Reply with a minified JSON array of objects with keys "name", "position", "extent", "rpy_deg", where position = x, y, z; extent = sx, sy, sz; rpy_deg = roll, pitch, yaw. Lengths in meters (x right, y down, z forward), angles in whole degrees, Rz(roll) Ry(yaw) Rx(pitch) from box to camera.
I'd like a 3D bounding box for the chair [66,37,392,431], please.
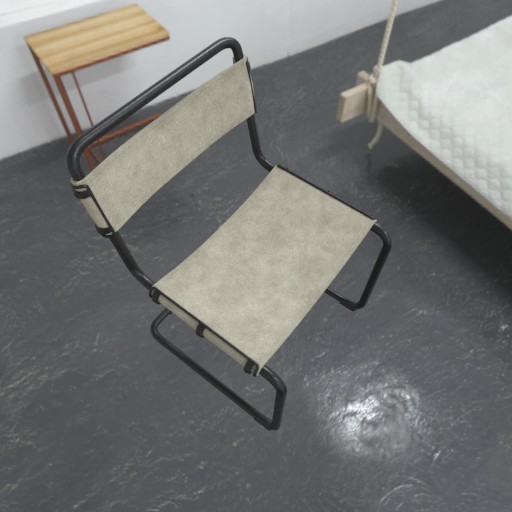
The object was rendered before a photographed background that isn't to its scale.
[{"name":"chair","position":[0.000,0.000,1.071],"extent":[0.497,0.747,0.499],"rpy_deg":[33,62,20]}]
